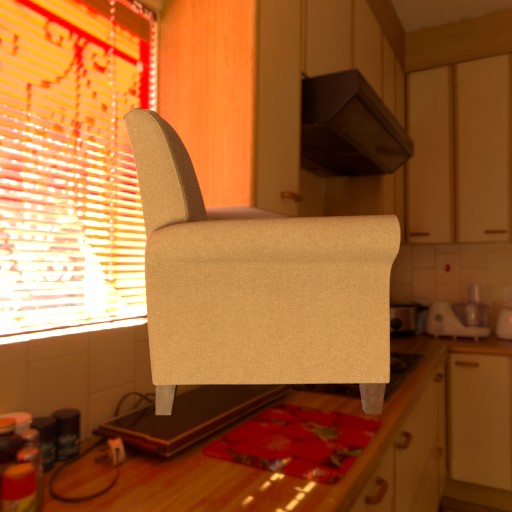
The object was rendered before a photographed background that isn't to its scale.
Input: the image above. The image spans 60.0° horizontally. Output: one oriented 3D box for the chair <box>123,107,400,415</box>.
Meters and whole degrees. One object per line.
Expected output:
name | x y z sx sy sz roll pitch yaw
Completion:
chair | 0.000 0.000 1.821 0.905 1.061 0.978 0 -1 -1
